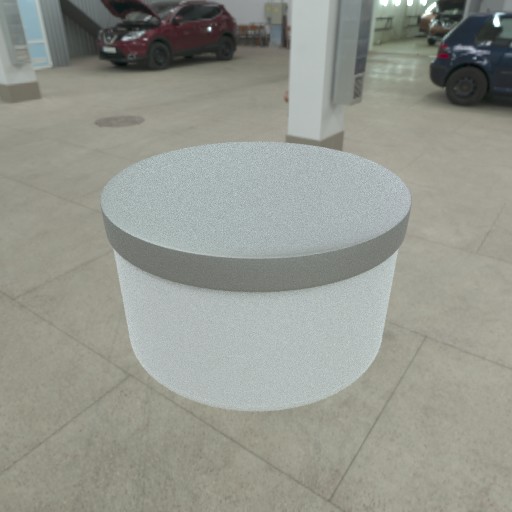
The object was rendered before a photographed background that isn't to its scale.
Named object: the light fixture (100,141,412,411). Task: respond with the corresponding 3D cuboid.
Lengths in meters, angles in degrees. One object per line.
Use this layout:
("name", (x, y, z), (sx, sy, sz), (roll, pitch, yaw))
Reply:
("light fixture", (0.000, 0.000, 0.639), (0.393, 0.229, 0.393), (0, 30, 0))
